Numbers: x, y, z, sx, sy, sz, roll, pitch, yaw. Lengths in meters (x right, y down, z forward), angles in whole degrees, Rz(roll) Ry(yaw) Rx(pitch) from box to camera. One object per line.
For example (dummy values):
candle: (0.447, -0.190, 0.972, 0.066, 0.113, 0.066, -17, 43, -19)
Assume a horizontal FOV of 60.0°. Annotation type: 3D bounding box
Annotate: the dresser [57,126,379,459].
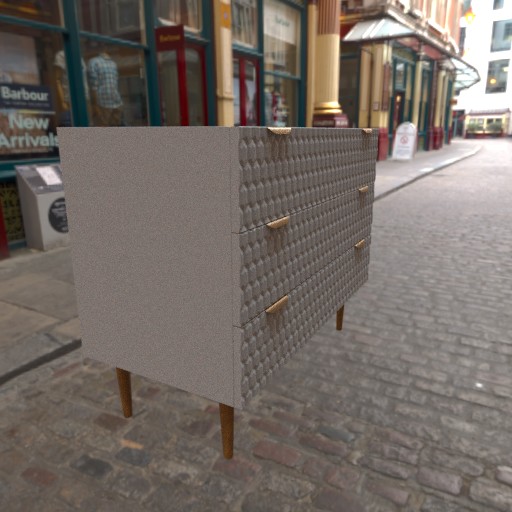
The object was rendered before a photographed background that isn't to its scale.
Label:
dresser: (0.000, 0.000, 1.303, 0.457, 0.721, 0.905, 9, 18, 28)
